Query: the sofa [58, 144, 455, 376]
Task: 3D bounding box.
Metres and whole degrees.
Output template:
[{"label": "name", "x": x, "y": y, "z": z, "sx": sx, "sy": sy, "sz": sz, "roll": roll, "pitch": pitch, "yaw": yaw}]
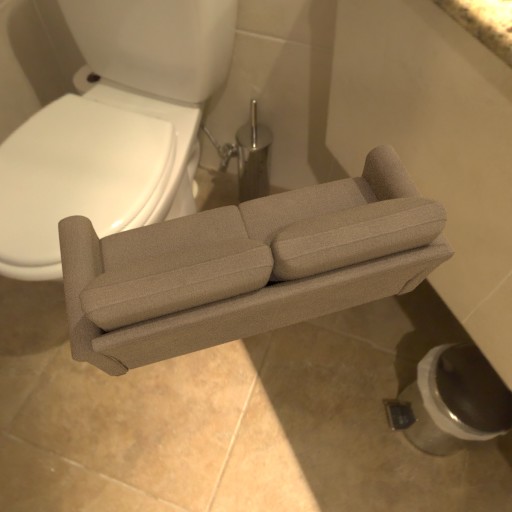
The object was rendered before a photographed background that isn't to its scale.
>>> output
[{"label": "sofa", "x": 0.000, "y": 0.000, "z": 2.378, "sx": 1.935, "sy": 0.942, "sz": 0.842, "roll": -14, "pitch": 60, "yaw": -9}]
